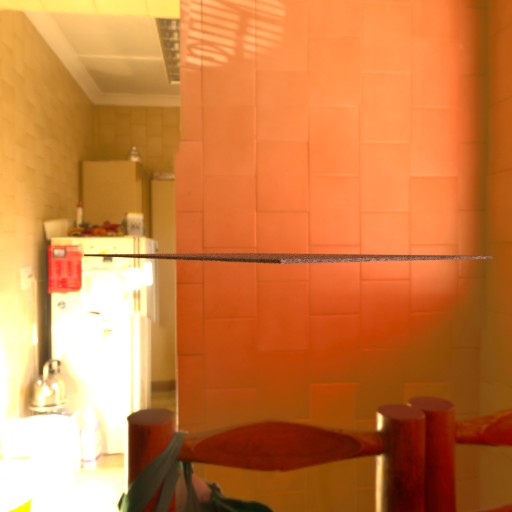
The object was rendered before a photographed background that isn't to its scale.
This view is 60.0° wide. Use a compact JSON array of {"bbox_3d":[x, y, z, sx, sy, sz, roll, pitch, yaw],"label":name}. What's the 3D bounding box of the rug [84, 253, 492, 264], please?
[{"bbox_3d":[0.000,0.000,2.292,1.208,0.012,1.819,-1,1,-37],"label":"rug"}]
